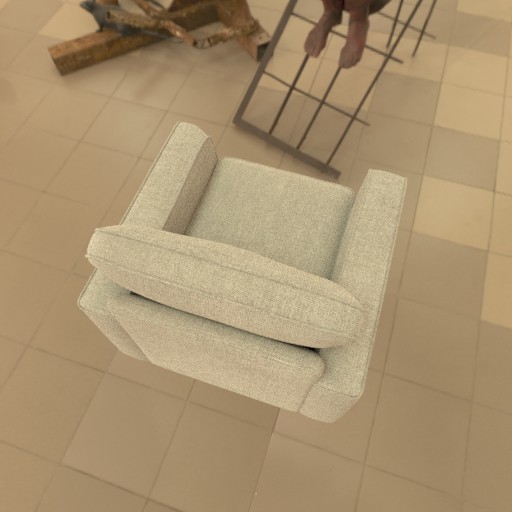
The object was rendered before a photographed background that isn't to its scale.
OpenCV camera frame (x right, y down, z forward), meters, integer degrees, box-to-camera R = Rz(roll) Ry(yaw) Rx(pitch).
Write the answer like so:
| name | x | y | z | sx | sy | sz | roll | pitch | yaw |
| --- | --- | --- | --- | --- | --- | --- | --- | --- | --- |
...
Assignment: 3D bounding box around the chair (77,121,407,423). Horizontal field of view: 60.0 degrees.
| name | x | y | z | sx | sy | sz | roll | pitch | yaw |
| --- | --- | --- | --- | --- | --- | --- | --- | --- | --- |
| chair | 0.000 | 0.000 | 1.786 | 1.015 | 0.965 | 0.939 | 16 | 63 | 9 |
